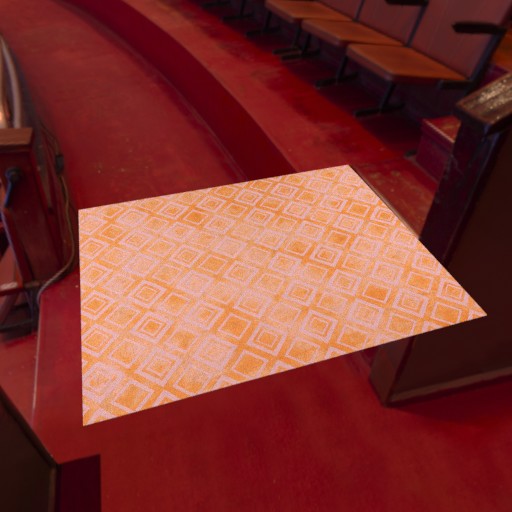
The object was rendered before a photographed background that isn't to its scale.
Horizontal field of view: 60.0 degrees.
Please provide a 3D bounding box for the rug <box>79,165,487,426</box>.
[{"bbox_3d":[0.000,0.000,3.991,3.037,0.011,2.433,-12,43,-13],"label":"rug"}]
